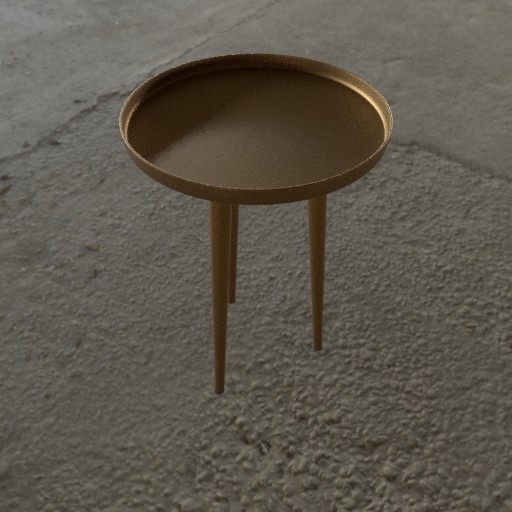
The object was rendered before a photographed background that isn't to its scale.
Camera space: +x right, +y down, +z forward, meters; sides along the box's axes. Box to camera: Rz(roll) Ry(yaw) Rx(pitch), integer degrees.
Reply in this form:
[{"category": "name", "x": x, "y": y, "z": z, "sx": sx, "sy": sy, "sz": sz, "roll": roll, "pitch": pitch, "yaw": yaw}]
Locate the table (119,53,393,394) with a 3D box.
[{"category": "table", "x": 0.000, "y": 0.000, "z": 0.668, "sx": 0.299, "sy": 0.480, "sz": 0.299, "roll": 23, "pitch": 51, "yaw": 21}]
